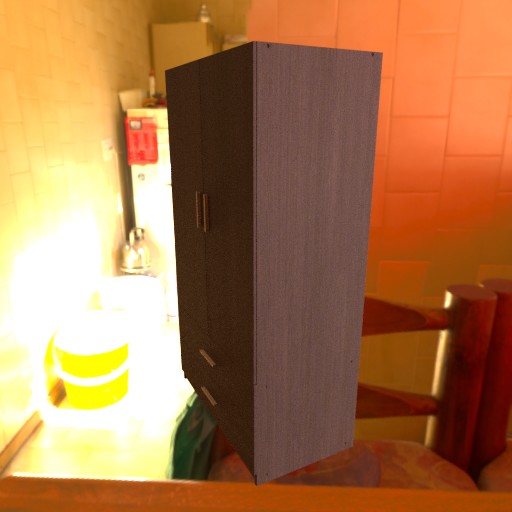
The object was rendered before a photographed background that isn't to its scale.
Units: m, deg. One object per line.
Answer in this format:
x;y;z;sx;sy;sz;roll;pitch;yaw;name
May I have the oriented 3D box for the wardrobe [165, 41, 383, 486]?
0.000;0.000;2.246;0.577;1.808;0.991;-9;19;-26;wardrobe
